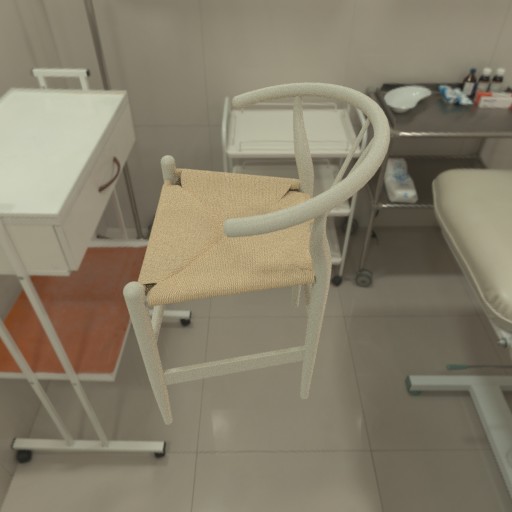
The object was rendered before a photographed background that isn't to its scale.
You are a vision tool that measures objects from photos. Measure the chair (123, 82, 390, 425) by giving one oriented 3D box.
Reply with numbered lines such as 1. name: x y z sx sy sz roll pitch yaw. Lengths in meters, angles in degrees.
1. chair: 0.000 0.000 1.088 0.500 0.736 0.533 0 42 0
